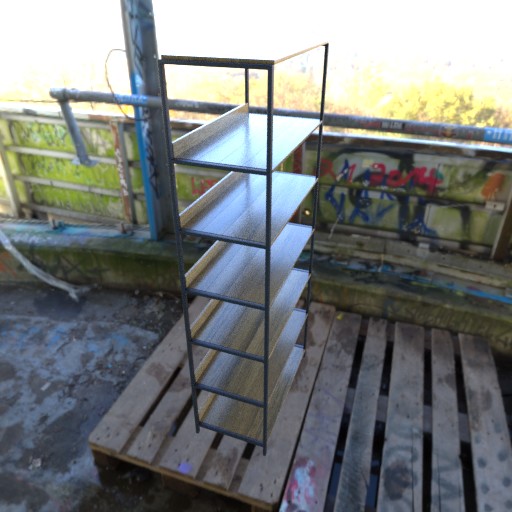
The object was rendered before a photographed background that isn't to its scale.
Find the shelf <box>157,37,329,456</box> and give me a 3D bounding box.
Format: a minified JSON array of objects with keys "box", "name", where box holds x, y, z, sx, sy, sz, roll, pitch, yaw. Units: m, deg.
[{"box":[0.000,0.000,2.346,0.431,2.015,0.847,11,32,18],"name":"shelf"}]
